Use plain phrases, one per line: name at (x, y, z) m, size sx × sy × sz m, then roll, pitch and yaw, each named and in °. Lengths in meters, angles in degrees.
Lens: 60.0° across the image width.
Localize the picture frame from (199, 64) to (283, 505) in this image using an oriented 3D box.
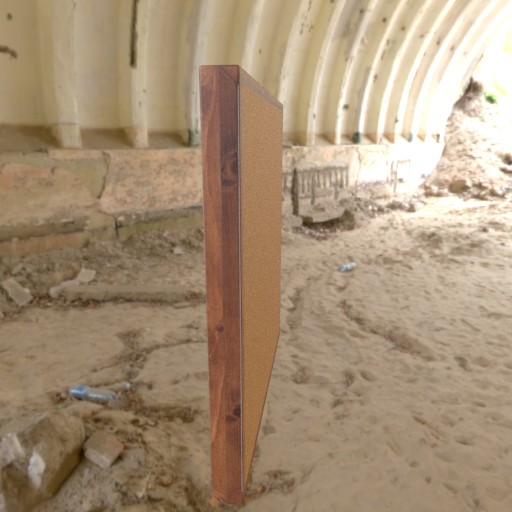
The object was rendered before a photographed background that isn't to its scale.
picture frame at (0.000, 0.000, 0.510) m, size 0.028 × 0.356 × 0.352 m, roll 2°, pitch 15°, yaw 8°
